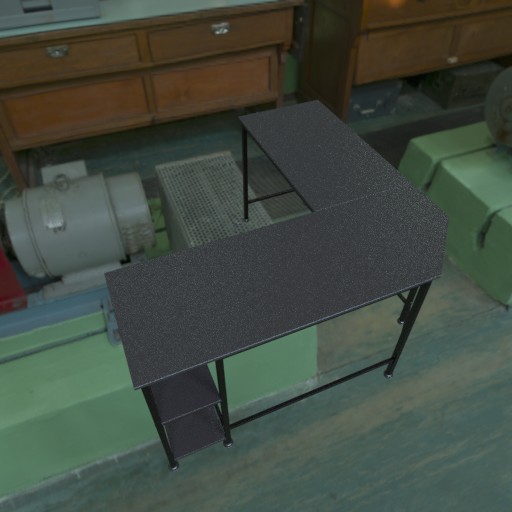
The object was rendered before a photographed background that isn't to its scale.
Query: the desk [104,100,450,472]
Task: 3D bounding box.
[{"bbox_3d":[0.000,0.000,2.204,1.379,0.739,1.379,-17,48,-16],"label":"desk"}]
